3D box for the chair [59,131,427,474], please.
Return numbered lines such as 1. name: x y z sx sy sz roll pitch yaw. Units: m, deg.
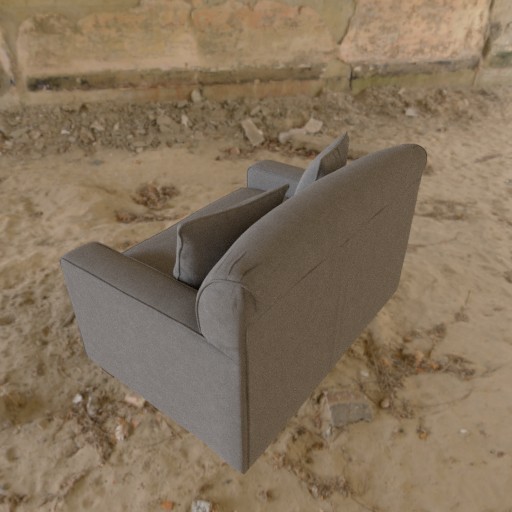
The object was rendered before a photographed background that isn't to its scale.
1. chair: 0.000 0.000 2.047 0.992 0.953 1.395 22 39 31
